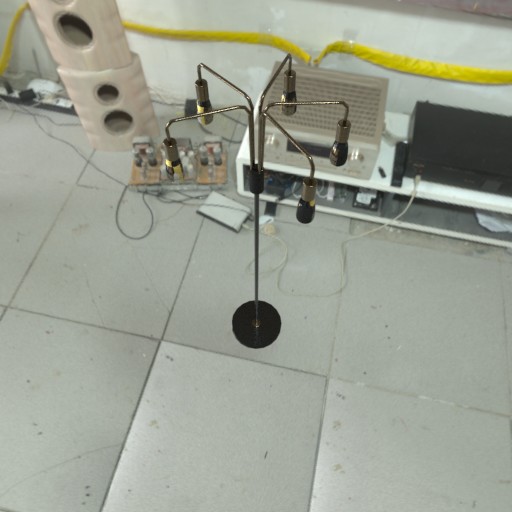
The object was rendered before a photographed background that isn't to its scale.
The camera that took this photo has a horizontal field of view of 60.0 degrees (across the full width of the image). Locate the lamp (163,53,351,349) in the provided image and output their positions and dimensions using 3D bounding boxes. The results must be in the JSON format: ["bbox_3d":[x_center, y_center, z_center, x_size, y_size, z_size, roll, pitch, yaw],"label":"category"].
[{"bbox_3d":[0.000,0.000,2.027,0.599,1.721,0.572,-14,60,-8],"label":"lamp"}]
